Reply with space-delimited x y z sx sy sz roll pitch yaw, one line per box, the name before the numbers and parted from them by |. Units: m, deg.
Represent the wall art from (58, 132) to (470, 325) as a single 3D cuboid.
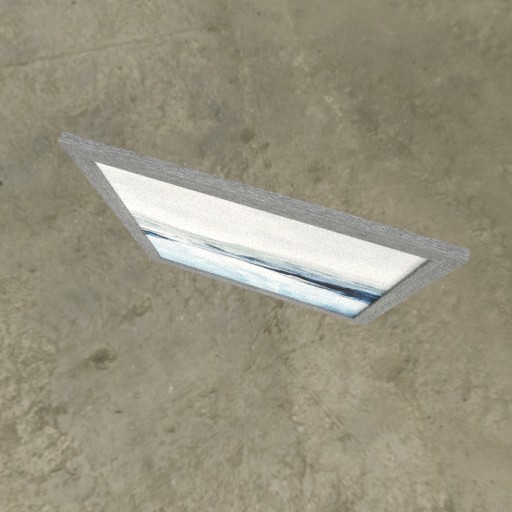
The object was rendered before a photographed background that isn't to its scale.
wall art | 0.000 0.000 1.036 0.685 0.685 0.020 17 74 5
